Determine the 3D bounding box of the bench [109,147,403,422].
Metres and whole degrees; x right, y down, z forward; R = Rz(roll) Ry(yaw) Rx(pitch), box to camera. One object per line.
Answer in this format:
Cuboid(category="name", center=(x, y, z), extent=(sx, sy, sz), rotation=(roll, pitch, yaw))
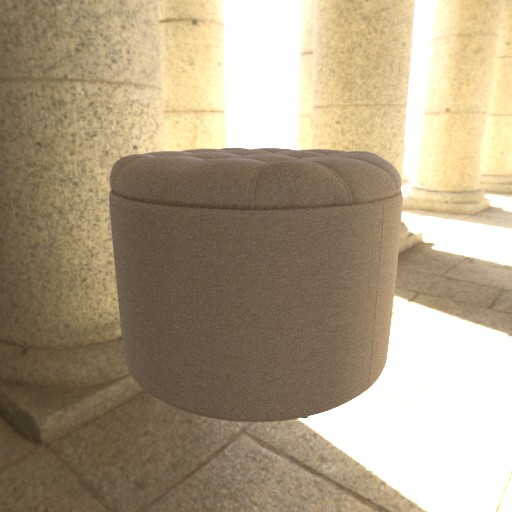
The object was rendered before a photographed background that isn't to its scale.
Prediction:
Cuboid(category="bench", center=(0.000, 0.000, 0.987), extent=(0.600, 0.454, 0.600), rotation=(0, 16, 0))
